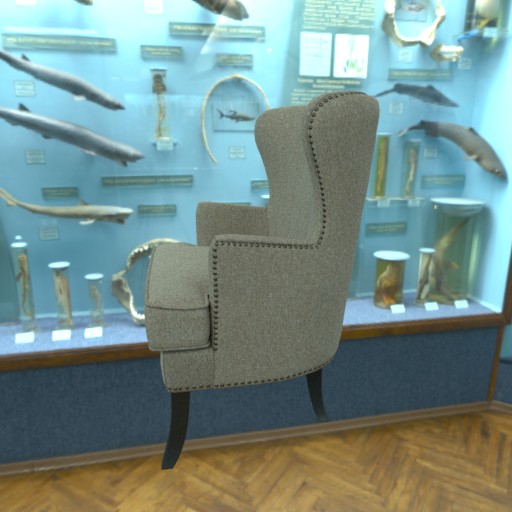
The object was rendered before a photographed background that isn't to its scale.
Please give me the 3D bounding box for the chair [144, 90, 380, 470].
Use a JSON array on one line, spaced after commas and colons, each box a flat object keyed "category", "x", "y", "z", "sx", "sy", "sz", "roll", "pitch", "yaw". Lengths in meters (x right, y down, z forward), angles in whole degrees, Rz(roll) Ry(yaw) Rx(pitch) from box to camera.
[{"category": "chair", "x": 0.000, "y": 0.000, "z": 1.577, "sx": 0.758, "sy": 1.060, "sz": 0.759, "roll": -3, "pitch": 15, "yaw": -10}]
